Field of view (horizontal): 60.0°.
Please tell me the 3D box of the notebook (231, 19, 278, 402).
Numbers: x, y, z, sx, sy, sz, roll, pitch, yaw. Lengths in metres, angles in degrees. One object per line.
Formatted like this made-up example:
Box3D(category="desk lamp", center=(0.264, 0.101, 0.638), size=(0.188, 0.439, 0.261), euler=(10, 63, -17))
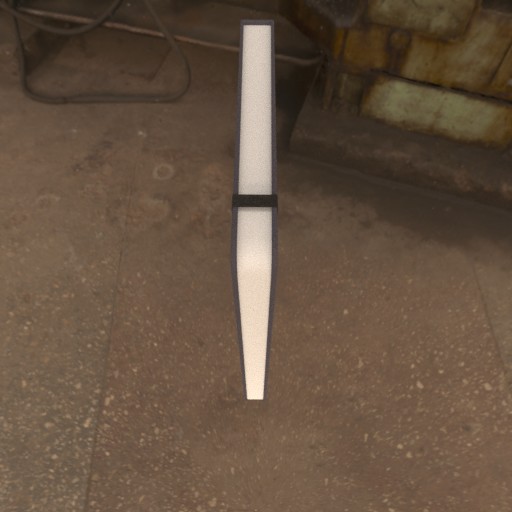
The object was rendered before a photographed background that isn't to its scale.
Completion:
Box3D(category="notebook", center=(0.000, 0.000, 0.262), size=(0.016, 0.213, 0.127), euler=(0, 60, 0))
